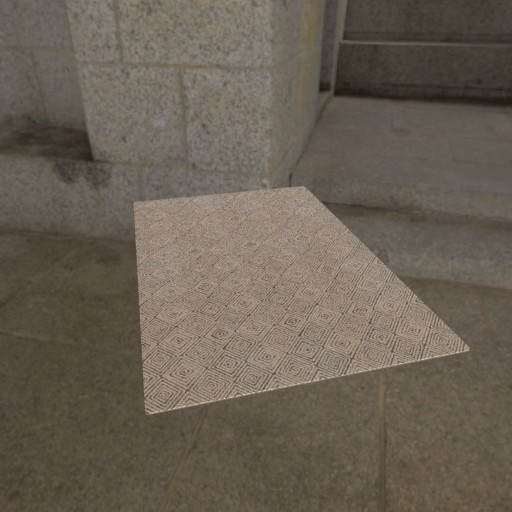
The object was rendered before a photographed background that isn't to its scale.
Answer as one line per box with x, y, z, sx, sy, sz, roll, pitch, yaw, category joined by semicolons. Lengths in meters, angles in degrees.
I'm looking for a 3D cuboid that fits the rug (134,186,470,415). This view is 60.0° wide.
0.000;0.000;2.258;1.175;0.008;1.783;-7;30;-13;rug
